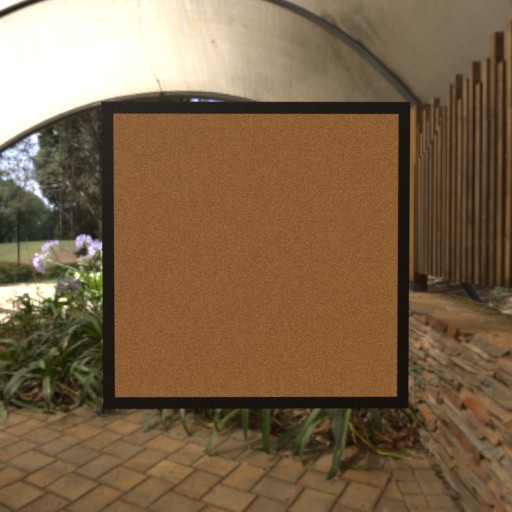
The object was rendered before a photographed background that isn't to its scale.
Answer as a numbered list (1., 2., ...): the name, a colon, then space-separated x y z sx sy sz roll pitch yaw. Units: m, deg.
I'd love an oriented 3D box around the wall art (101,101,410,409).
1. wall art: 0.000 0.000 1.118 0.762 0.762 0.038 0 1 0
